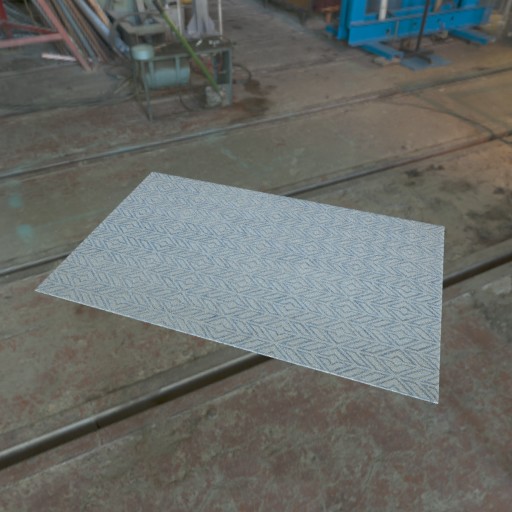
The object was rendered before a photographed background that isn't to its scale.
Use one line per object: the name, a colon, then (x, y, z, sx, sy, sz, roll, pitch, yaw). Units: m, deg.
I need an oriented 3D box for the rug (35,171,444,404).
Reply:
rug: (0.000, 0.000, 3.052, 2.441, 0.008, 1.526, 13, 43, 14)
